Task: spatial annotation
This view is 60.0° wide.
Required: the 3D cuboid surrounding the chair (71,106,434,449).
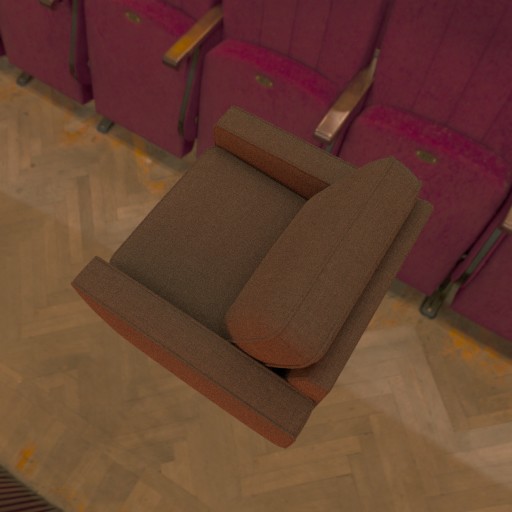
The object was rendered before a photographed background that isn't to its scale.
[{"bbox_3d":[0.000,0.000,1.699,0.940,0.919,1.017,31,68,14],"label":"chair"}]
